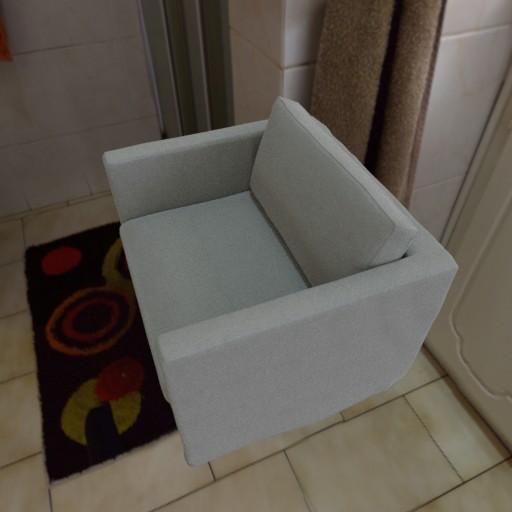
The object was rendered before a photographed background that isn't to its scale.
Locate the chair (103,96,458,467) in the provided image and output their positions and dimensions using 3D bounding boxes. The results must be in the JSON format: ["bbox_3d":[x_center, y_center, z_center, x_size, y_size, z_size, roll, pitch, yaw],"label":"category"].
[{"bbox_3d":[0.000,0.000,1.732,0.949,0.863,1.057,-16,48,-15],"label":"chair"}]
